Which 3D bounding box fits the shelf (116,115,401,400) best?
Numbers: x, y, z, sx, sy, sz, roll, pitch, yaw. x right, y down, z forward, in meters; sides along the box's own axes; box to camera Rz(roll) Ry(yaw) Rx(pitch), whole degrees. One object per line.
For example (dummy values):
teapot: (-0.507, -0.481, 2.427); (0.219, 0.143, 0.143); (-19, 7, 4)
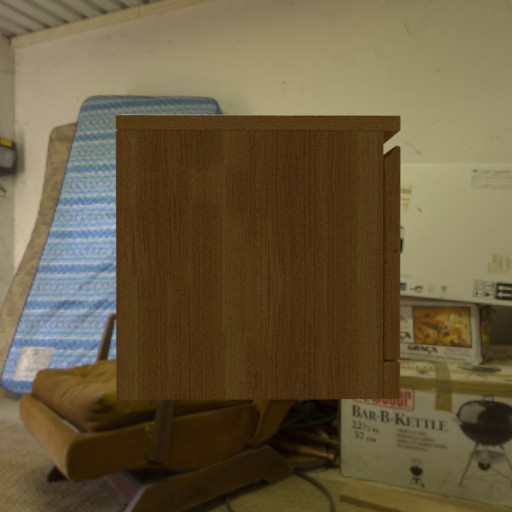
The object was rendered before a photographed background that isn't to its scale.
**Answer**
shelf: (0.000, 0.000, 1.021); (0.400, 0.400, 0.800); (0, 0, -1)
